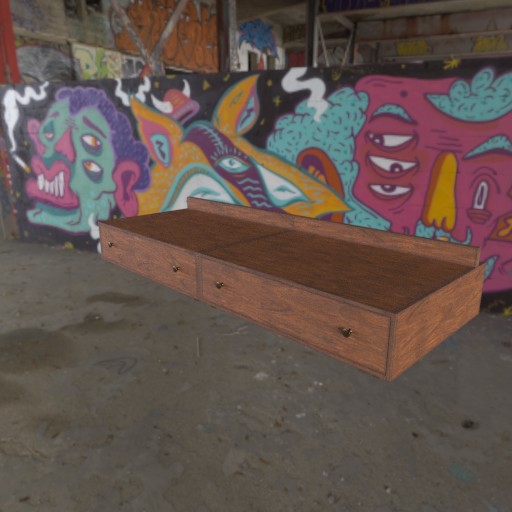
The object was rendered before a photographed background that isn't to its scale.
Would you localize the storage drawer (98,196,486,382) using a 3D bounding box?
[{"bbox_3d":[0.000,0.000,2.241,0.774,0.339,1.914,-15,22,-43],"label":"storage drawer"}]
